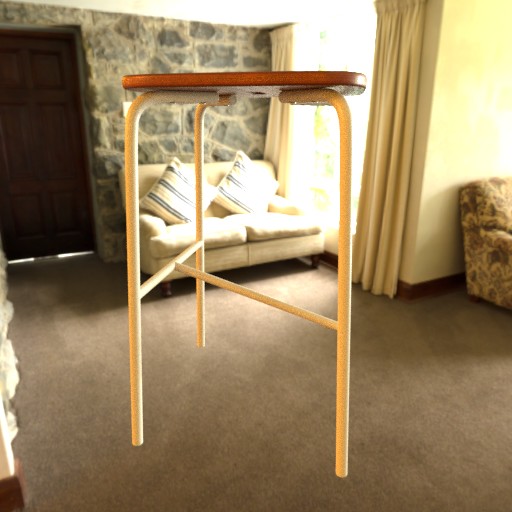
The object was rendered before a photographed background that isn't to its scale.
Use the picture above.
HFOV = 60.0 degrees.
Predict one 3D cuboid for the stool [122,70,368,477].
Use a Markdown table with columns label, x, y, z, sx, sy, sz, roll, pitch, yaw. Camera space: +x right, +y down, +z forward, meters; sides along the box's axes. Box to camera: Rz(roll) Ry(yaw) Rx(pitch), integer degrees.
| label | x | y | z | sx | sy | sz | roll | pitch | yaw |
| --- | --- | --- | --- | --- | --- | --- | --- | --- | --- |
| stool | 0.000 | 0.000 | 0.832 | 0.376 | 0.610 | 0.376 | 4 | 18 | 11 |
